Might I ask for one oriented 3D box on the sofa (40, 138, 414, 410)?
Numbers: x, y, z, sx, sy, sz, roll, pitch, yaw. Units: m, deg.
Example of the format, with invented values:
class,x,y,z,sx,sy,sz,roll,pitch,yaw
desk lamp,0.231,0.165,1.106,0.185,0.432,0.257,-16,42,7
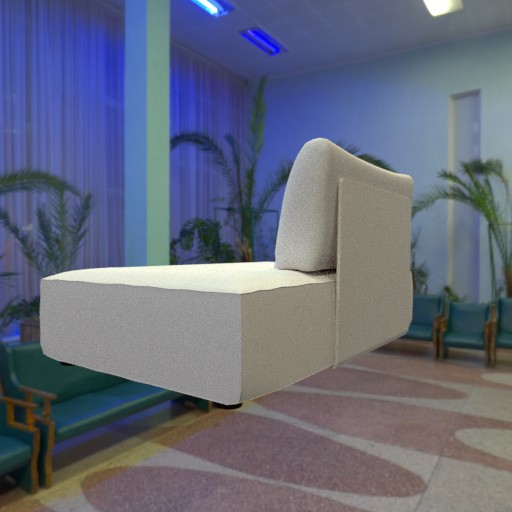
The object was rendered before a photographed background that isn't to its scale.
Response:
class,x,y,z,sx,sy,sz,roll,pitch,yaw
sofa,0.000,0.000,1.987,1.000,0.820,1.450,1,1,36
